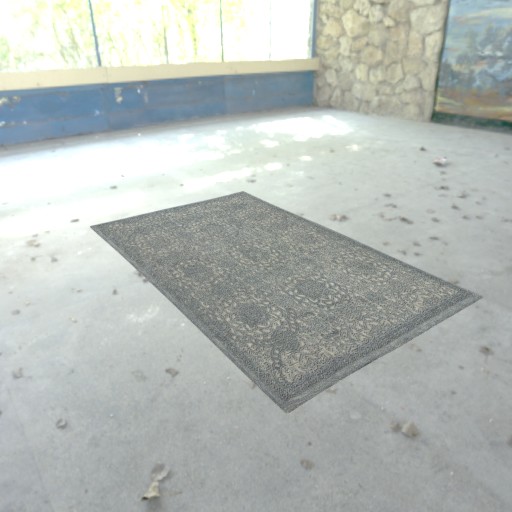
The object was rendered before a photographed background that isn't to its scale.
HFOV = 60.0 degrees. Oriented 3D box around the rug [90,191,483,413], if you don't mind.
[{"bbox_3d":[0.000,0.000,3.129,1.535,0.022,2.498,-18,32,-32],"label":"rug"}]
